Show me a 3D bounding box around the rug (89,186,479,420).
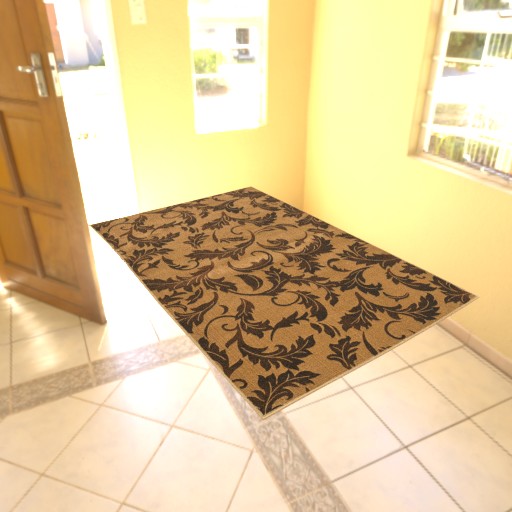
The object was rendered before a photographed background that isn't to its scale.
[{"bbox_3d":[0.000,0.000,2.944,1.522,0.008,2.284,-19,34,-31],"label":"rug"}]
